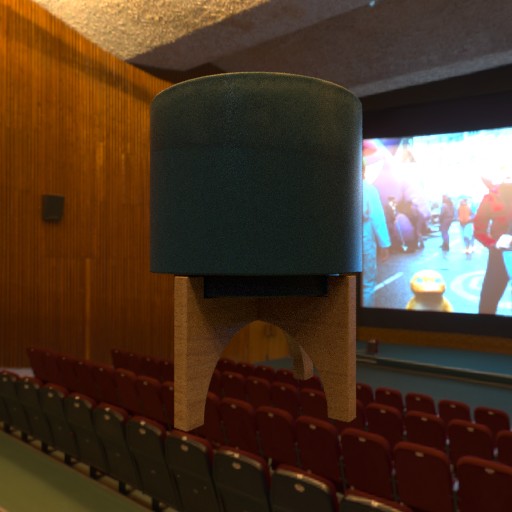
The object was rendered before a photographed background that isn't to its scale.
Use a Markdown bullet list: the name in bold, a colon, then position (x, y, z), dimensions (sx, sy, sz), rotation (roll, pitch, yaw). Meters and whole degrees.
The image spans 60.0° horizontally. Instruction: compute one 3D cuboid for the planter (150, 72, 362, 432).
- **planter**: position (0.000, 0.000, 0.412), dimensions (0.192, 0.263, 0.192), rotation (0, 0, 0)
